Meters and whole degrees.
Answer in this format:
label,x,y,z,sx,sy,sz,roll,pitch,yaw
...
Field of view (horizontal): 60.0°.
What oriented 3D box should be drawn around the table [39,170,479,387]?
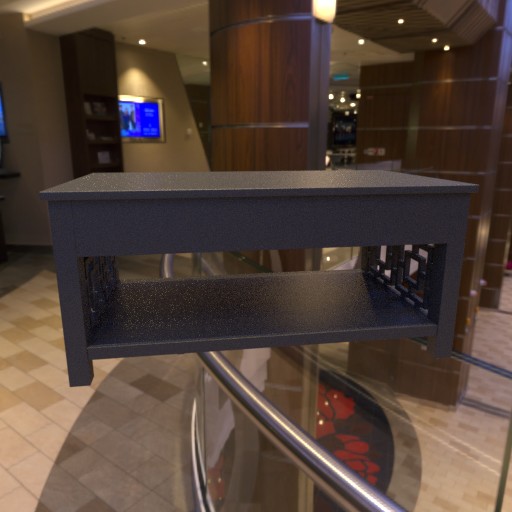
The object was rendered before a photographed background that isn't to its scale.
label,x,y,z,sx,sy,sz,roll,pitch,yaw
table,0.000,0.000,1.416,1.068,0.493,0.612,-2,15,-8
